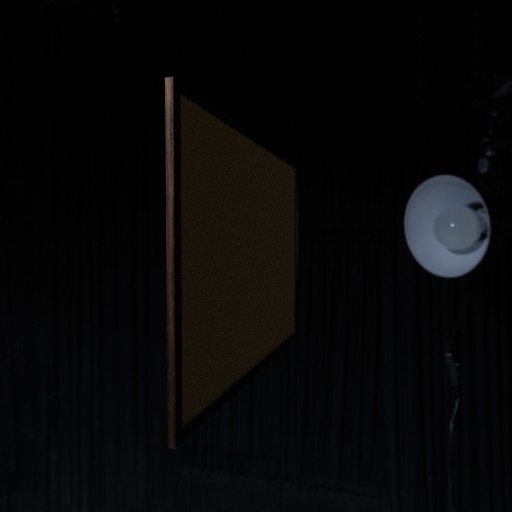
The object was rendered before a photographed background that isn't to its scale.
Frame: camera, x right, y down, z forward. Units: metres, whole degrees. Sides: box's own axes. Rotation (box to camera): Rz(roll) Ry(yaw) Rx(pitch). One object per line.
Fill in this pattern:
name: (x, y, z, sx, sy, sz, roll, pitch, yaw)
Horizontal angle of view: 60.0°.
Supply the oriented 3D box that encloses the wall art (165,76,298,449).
wall art: (0.000, 0.000, 1.053, 0.014, 0.559, 0.816, 1, 2, 18)
